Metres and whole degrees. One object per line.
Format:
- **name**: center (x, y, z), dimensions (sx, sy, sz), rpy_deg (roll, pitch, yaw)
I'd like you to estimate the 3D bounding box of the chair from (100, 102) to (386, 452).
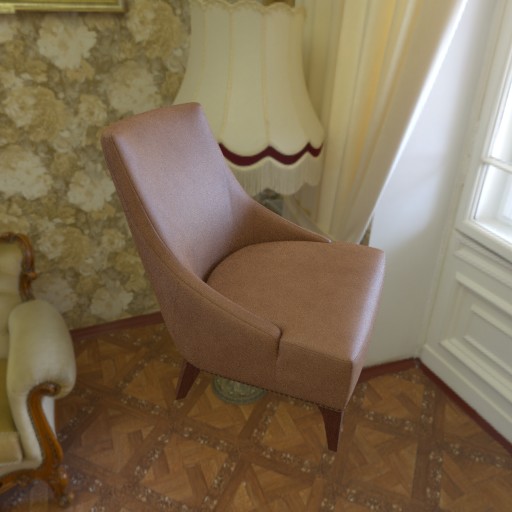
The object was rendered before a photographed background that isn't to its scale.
- **chair**: center (0.000, 0.000, 1.543), dimensions (0.861, 0.909, 0.701), rpy_deg (11, 30, 19)
